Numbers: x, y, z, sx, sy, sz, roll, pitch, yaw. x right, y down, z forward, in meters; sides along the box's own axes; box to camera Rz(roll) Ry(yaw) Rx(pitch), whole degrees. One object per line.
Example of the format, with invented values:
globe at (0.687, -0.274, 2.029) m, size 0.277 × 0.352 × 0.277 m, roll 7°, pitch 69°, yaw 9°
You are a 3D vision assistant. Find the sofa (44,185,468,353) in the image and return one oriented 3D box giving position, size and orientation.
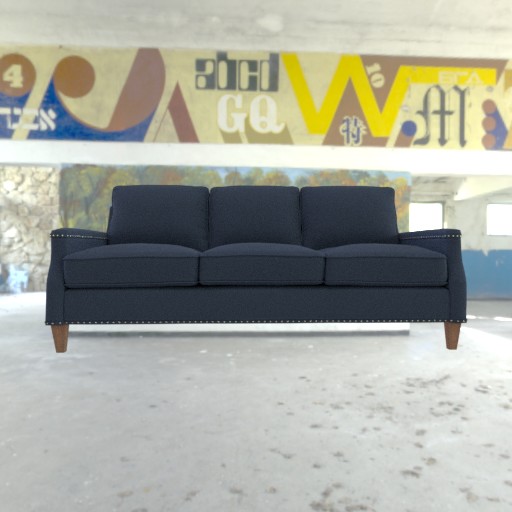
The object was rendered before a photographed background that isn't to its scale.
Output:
sofa at (0.000, 0.000, 2.850) m, size 2.246 × 1.003 × 1.084 m, roll 0°, pitch 1°, yaw -2°
